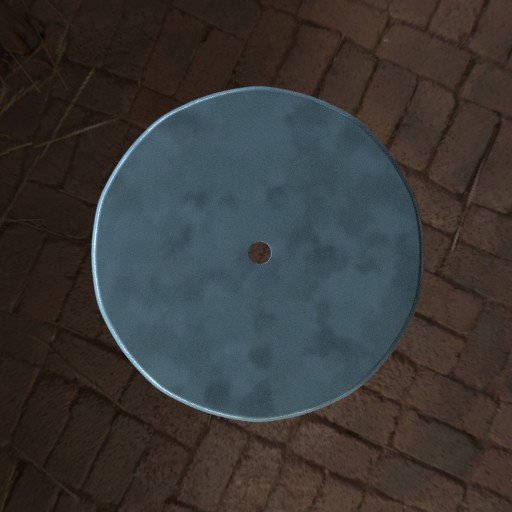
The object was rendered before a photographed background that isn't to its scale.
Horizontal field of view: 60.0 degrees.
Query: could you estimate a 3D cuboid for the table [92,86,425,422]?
[{"bbox_3d":[0.000,0.000,0.646,0.352,0.387,0.352,0,89,-1],"label":"table"}]
